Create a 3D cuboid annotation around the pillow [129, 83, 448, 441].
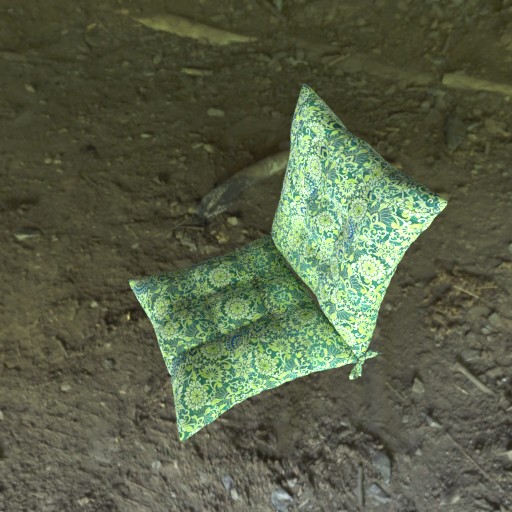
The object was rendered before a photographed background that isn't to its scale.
[{"bbox_3d":[0.000,0.000,1.041,0.585,0.536,0.541,-18,49,-17],"label":"pillow"}]
